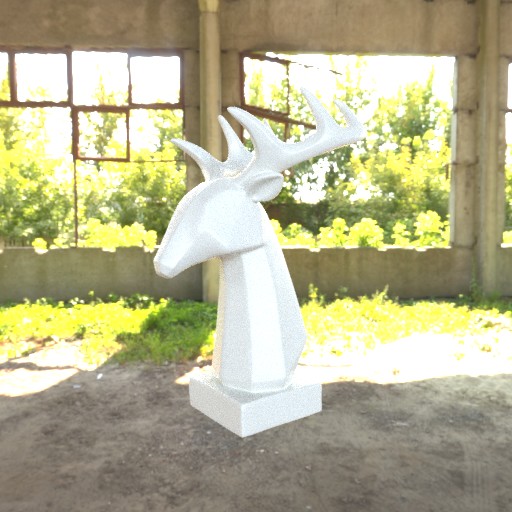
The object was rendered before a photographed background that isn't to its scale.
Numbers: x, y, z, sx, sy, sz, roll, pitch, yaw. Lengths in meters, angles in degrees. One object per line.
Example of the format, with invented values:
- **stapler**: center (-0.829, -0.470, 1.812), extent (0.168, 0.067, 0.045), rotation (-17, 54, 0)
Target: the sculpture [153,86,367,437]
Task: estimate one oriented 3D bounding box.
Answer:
- **sculpture**: center (0.000, 0.000, 0.468), extent (0.224, 0.329, 0.174), rotation (-2, 3, -37)
